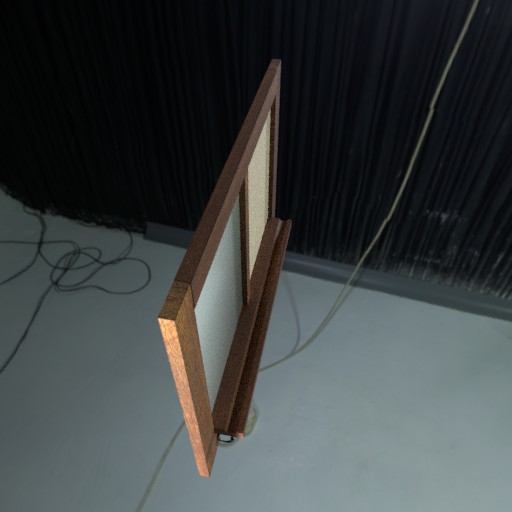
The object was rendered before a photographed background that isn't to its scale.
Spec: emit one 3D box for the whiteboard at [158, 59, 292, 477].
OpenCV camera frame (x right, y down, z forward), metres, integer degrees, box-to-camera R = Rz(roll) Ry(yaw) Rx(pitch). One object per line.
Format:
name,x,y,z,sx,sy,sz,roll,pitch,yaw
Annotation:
whiteboard,0.000,0.000,0.997,0.083,0.559,0.783,8,46,8
